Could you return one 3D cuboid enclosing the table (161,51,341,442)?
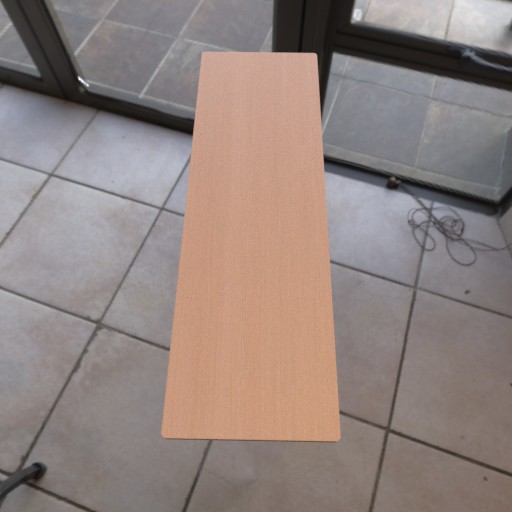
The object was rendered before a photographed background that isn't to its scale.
[{"bbox_3d":[0.000,0.000,1.745,0.447,0.750,1.397,1,63,0],"label":"table"}]
